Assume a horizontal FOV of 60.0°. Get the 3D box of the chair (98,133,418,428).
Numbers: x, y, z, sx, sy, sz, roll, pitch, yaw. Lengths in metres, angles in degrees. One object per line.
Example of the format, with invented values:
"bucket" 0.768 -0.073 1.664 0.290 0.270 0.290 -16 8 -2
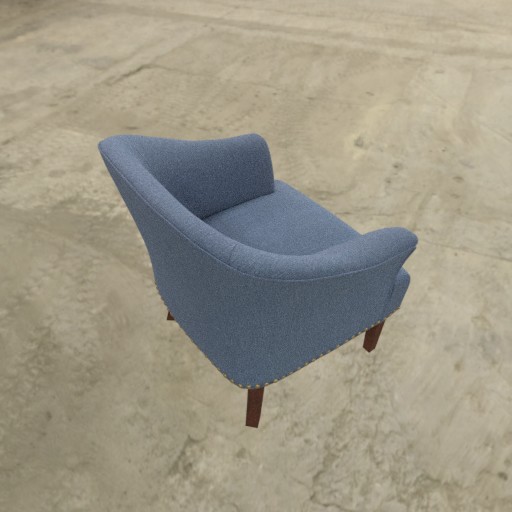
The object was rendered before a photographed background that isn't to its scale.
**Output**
"chair" 0.000 0.000 1.401 0.704 0.815 0.772 -26 48 -26
